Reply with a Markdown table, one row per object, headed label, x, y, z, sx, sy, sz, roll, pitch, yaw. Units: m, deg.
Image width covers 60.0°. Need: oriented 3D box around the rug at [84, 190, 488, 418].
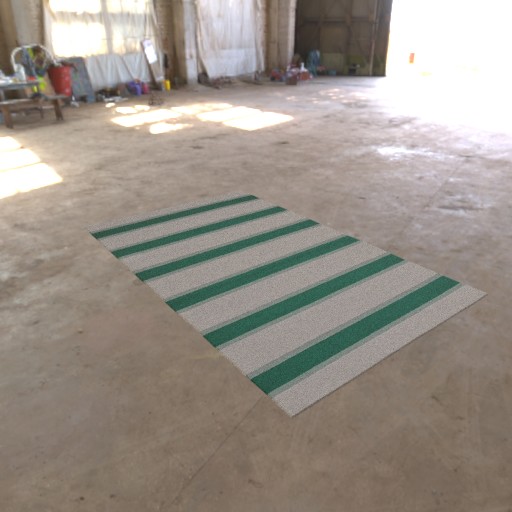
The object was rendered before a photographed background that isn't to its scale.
| label | x | y | z | sx | sy | sz | roll | pitch | yaw |
| --- | --- | --- | --- | --- | --- | --- | --- | --- | --- |
| rug | 0.000 | 0.000 | 3.014 | 1.521 | 0.015 | 2.436 | -19 | 32 | -33 |
